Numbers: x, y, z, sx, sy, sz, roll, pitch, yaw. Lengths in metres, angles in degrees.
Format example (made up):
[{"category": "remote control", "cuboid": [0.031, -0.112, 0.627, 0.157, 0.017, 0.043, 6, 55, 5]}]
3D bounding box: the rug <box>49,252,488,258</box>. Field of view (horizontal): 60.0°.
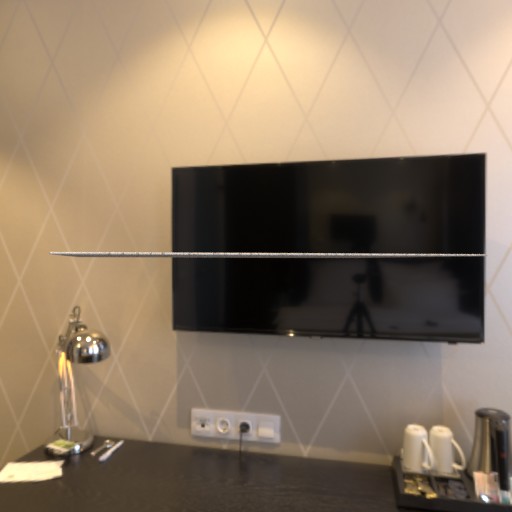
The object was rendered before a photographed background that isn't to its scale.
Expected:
[{"category": "rug", "cuboid": [0.000, 0.000, 2.314, 1.827, 0.007, 1.211, 0, -1, -17]}]
